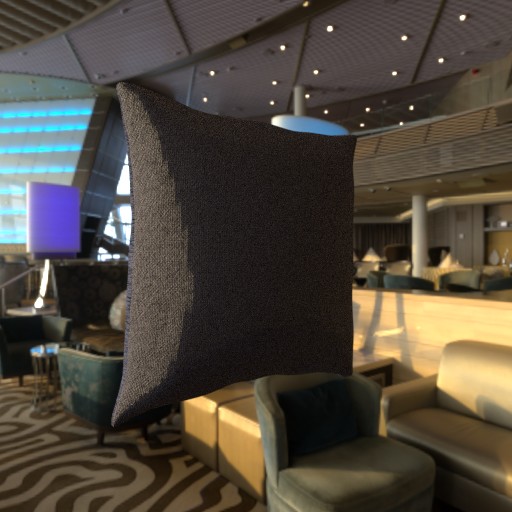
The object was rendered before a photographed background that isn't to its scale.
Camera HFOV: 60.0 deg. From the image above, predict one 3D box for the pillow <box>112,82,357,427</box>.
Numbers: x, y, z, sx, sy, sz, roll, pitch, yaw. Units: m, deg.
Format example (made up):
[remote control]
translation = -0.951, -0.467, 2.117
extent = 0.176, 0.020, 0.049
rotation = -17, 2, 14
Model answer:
[pillow]
translation = 0.000, 0.000, 0.687
extent = 0.452, 0.439, 0.204
rotation = 0, 0, -36
